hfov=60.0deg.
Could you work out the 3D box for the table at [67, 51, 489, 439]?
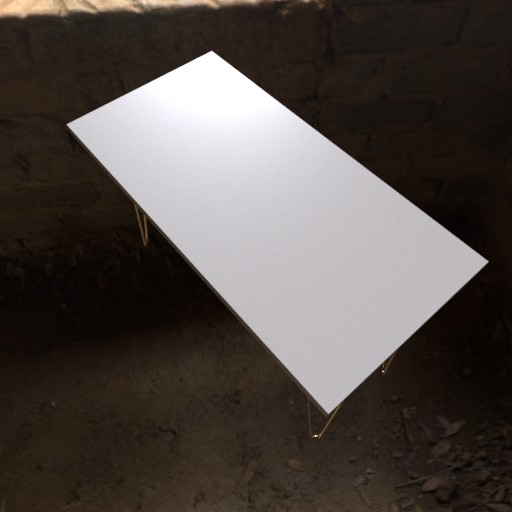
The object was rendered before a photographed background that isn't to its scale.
[{"bbox_3d":[0.000,0.000,1.366,0.498,0.660,0.991,-36,65,-20],"label":"table"}]
